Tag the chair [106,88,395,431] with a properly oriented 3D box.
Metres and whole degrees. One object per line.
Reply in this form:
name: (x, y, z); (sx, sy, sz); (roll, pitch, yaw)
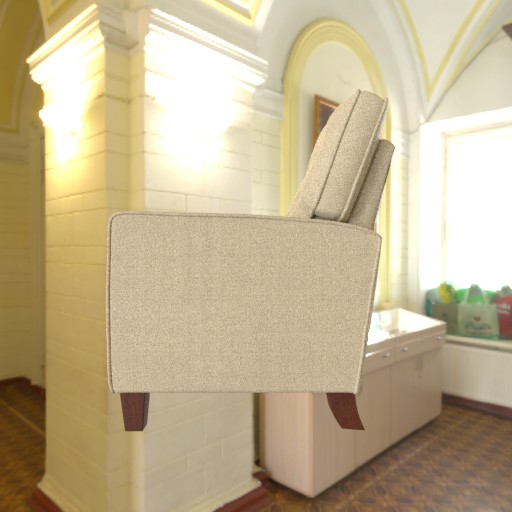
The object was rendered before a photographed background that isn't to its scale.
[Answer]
chair: (0.000, 0.000, 1.418); (0.754, 0.888, 0.648); (0, 0, 0)
